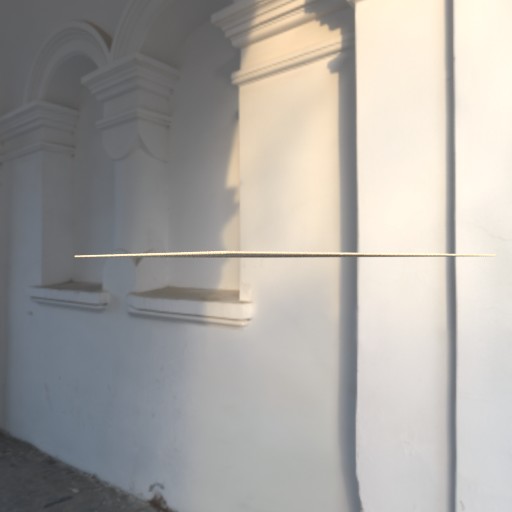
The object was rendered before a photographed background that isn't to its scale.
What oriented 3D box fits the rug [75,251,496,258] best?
[{"bbox_3d":[0.000,0.000,3.996,2.438,0.013,3.048,0,-1,-35],"label":"rug"}]
